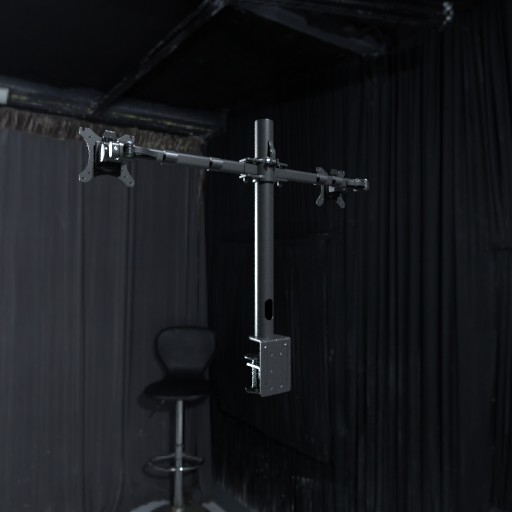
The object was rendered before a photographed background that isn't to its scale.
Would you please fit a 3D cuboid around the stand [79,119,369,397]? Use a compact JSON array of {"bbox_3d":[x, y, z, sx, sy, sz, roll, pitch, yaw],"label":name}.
[{"bbox_3d":[0.000,0.000,1.020,0.743,0.603,0.150,0,-1,-35],"label":"stand"}]
